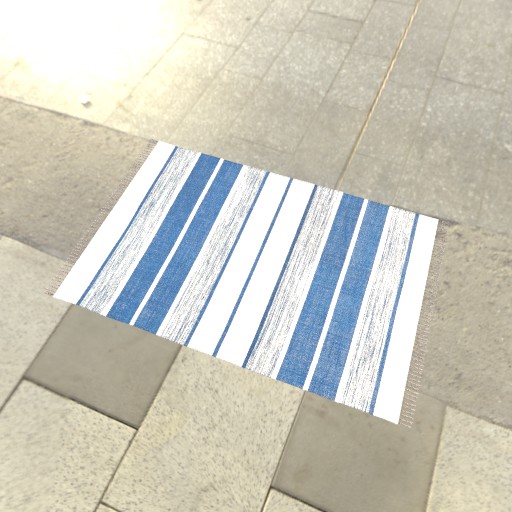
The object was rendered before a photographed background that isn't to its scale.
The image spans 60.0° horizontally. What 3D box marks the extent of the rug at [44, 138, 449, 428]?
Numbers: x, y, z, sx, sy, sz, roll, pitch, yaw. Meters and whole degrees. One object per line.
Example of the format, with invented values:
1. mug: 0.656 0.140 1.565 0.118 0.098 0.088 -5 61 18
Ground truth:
1. rug: 0.000 0.000 3.085 2.441 0.010 1.532 18 60 11
